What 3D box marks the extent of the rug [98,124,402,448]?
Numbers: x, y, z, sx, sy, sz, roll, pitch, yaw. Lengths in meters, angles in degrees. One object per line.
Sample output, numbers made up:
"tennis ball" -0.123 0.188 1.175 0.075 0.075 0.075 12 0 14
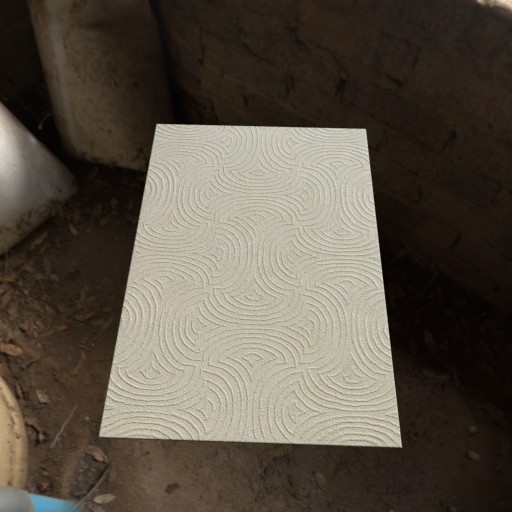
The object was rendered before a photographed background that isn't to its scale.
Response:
"rug" 0.000 0.000 2.728 1.526 0.015 2.132 2 62 1
